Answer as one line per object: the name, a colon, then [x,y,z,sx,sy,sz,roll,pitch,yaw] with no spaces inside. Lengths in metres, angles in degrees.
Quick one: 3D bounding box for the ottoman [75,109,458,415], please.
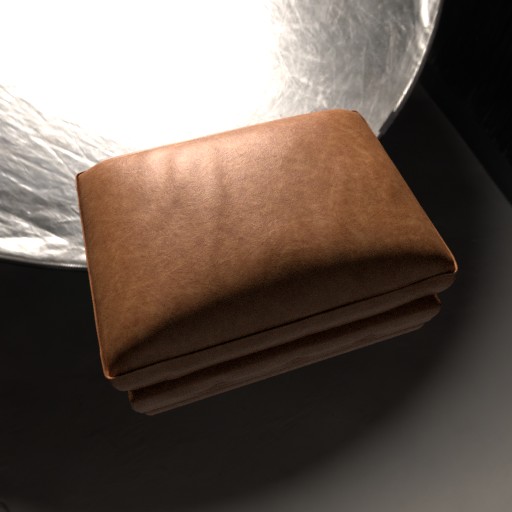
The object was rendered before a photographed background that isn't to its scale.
ottoman: [0.000,0.000,1.071,0.710,0.480,0.533,-15,60,-9]
